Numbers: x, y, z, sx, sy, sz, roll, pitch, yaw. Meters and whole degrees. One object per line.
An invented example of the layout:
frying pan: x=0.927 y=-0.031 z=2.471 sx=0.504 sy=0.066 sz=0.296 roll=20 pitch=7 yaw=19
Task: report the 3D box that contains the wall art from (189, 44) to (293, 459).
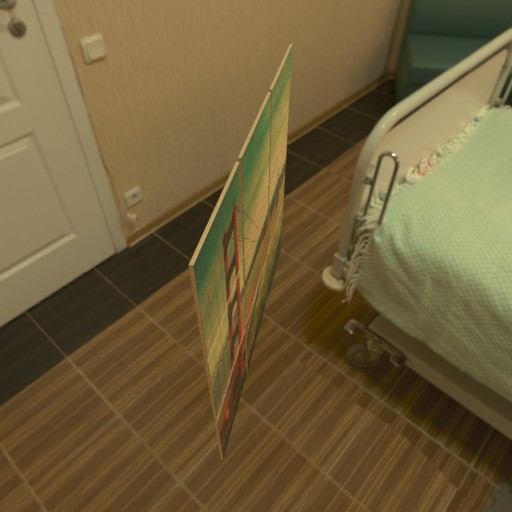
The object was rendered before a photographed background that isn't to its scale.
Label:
wall art: x=0.000 y=0.000 z=2.251 sx=0.014 sy=1.507 sz=1.519 roll=10 pitch=48 yaw=9
